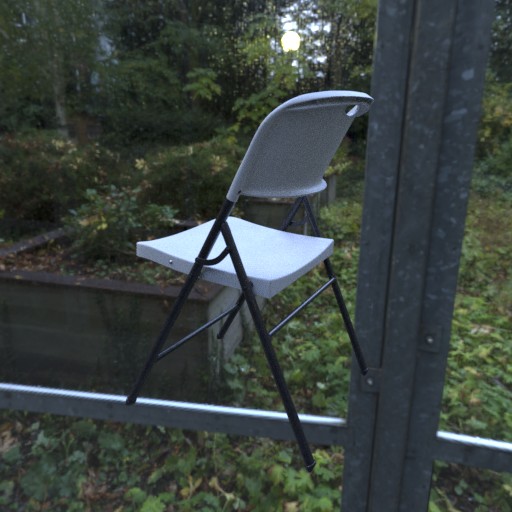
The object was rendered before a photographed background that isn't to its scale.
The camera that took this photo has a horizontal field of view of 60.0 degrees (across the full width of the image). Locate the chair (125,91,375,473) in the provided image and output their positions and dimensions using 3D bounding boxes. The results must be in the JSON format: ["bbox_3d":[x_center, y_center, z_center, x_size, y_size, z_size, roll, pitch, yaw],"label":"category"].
[{"bbox_3d":[0.000,0.000,1.201,0.566,0.810,0.494,8,17,27],"label":"chair"}]
